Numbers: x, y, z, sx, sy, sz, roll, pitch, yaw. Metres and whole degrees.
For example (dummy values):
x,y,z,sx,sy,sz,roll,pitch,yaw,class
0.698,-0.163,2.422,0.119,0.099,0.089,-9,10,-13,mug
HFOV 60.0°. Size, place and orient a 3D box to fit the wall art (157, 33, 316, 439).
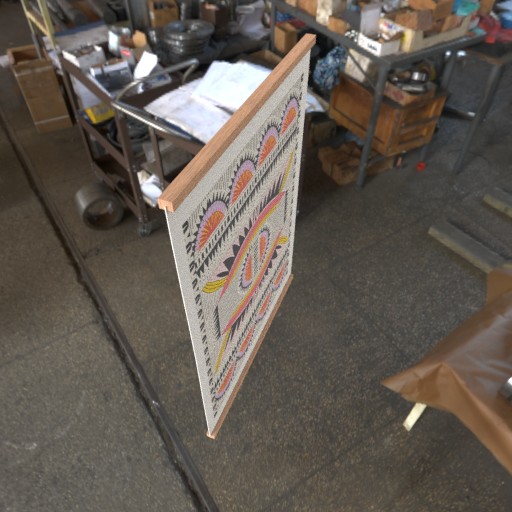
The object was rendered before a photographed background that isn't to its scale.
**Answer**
x,y,z,sx,sy,sz,roll,pitch,yaw,class
0.000,0.000,1.336,0.028,1.016,0.765,17,49,16,wall art
